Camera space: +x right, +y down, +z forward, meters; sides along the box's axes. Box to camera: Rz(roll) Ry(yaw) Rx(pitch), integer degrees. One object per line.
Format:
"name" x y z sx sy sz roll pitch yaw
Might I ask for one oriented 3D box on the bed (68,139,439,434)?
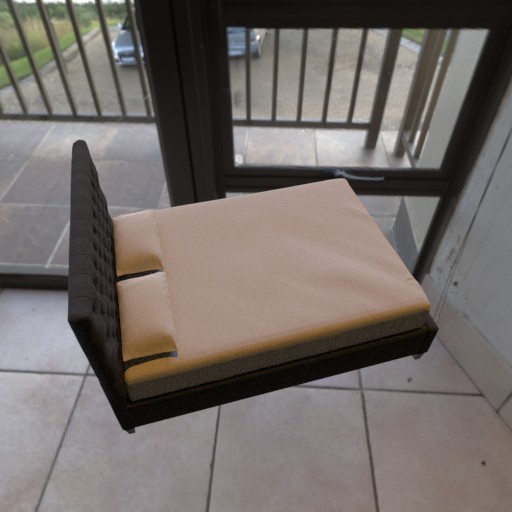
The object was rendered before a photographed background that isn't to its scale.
"bed" 0.000 0.000 3.428 2.387 1.427 1.698 -11 47 -10
